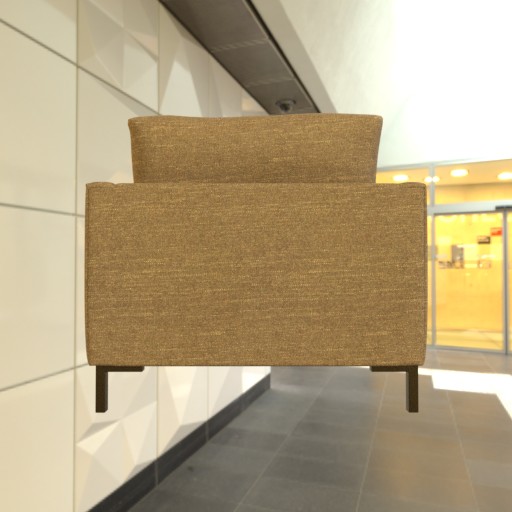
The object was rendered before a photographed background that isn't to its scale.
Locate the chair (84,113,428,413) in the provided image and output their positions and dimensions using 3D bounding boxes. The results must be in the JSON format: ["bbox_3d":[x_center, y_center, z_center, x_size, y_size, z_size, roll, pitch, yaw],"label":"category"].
[{"bbox_3d":[0.000,0.000,1.583,0.940,0.841,0.845,0,-1,0],"label":"chair"}]
